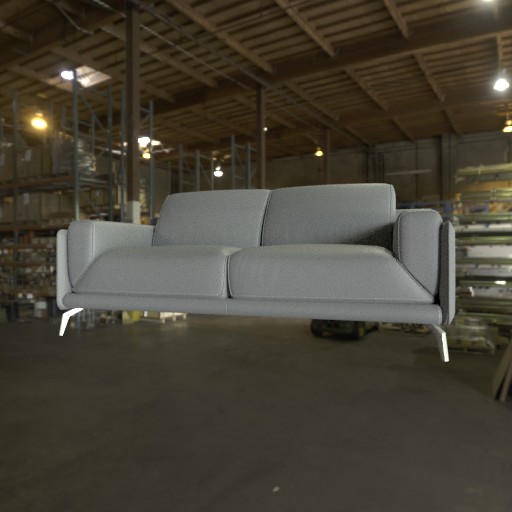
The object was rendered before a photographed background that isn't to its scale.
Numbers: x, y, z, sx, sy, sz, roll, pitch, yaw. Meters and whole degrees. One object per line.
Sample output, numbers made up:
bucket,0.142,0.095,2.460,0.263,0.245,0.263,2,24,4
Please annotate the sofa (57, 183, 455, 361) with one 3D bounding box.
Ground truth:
sofa,0.000,0.000,2.627,2.100,0.900,0.969,0,0,18
